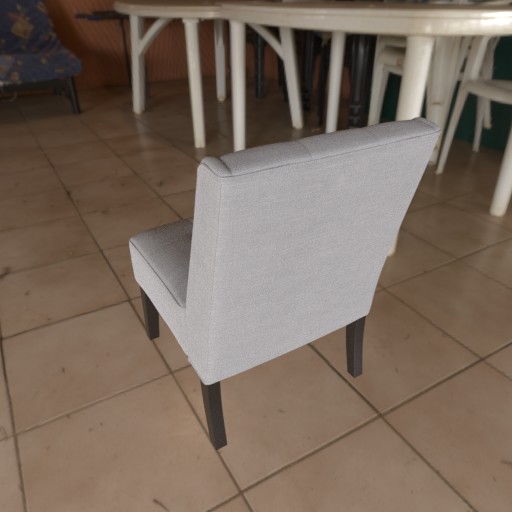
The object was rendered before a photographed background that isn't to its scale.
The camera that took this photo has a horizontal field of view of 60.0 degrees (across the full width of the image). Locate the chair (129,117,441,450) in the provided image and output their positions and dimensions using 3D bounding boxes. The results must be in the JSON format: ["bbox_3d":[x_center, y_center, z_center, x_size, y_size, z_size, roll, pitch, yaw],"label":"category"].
[{"bbox_3d":[0.000,0.000,1.295,0.569,0.853,0.676,-18,35,-27],"label":"chair"}]
